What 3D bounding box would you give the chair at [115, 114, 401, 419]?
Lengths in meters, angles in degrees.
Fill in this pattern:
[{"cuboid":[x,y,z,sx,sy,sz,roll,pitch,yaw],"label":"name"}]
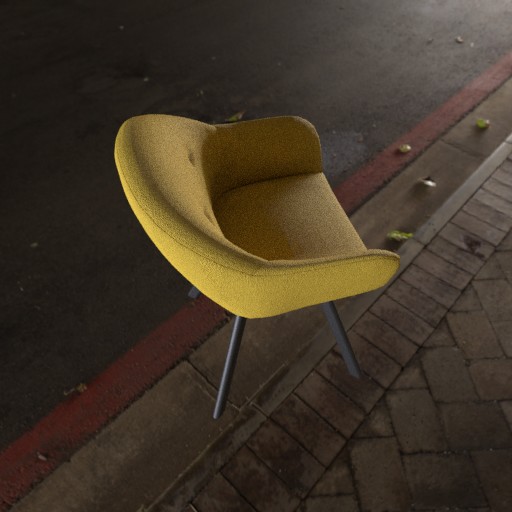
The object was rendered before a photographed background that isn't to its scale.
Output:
[{"cuboid":[0.000,0.000,1.174,0.565,0.775,0.545,-11,48,-10],"label":"chair"}]
